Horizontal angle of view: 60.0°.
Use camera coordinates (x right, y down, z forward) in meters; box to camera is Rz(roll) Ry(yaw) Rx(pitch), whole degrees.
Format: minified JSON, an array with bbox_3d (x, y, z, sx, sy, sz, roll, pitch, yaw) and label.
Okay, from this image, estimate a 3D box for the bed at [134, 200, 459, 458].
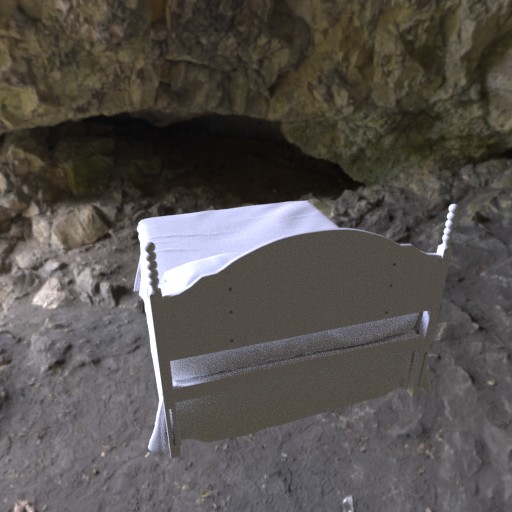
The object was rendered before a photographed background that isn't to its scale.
[{"bbox_3d":[0.000,0.000,3.295,1.873,1.356,2.040,-8,29,-15],"label":"bed"}]
